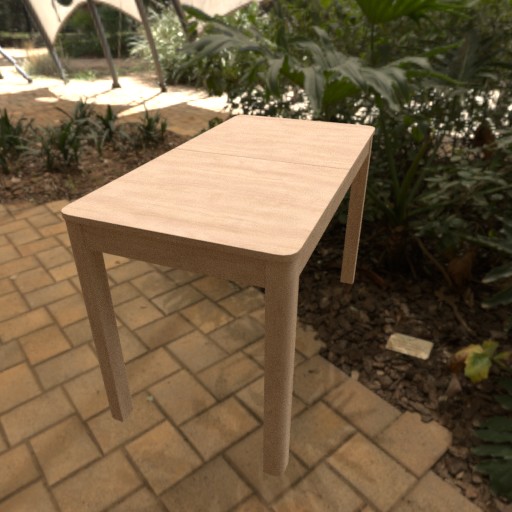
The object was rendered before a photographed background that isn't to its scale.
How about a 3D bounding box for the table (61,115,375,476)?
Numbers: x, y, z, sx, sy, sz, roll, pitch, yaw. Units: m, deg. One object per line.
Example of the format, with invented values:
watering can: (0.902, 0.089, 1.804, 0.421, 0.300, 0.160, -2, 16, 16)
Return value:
table: (0.000, 0.000, 1.995, 0.750, 0.900, 1.400, 11, 32, 18)
